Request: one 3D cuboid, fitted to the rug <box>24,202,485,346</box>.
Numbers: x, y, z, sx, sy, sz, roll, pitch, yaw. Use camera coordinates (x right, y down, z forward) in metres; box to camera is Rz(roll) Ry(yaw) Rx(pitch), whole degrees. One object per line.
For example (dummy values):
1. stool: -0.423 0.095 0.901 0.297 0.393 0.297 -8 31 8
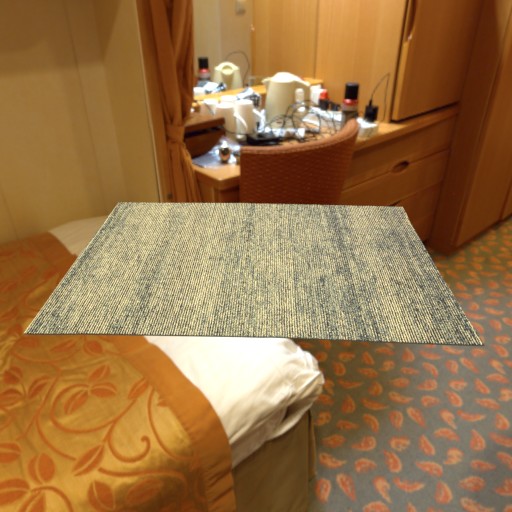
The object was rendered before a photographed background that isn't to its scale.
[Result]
1. rug: 0.000 0.000 2.940 2.349 0.030 1.624 1 31 2
